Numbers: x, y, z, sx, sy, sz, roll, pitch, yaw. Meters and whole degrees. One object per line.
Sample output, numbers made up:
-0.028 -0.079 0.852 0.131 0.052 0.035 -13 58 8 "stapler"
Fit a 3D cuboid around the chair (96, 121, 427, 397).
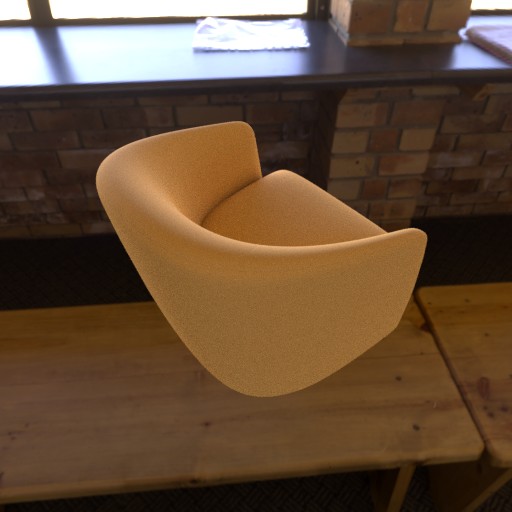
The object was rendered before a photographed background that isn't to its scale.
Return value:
0.000 0.000 1.344 0.767 0.698 0.773 -26 48 -26 "chair"
